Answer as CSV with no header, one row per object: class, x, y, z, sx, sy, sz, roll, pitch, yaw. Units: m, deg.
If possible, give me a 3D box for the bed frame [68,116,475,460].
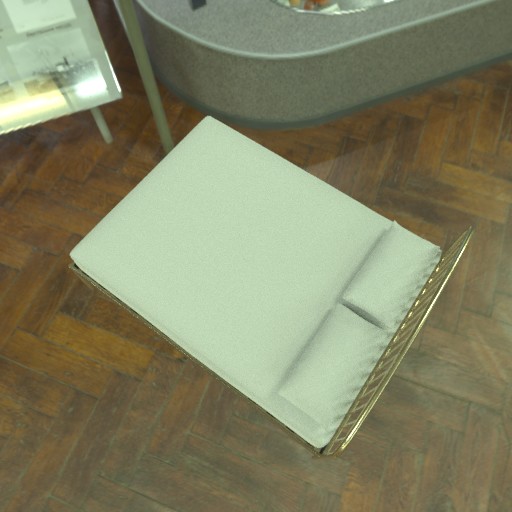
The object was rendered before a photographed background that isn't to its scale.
bed frame,0.000,0.000,3.053,2.152,1.175,1.612,33,69,14
